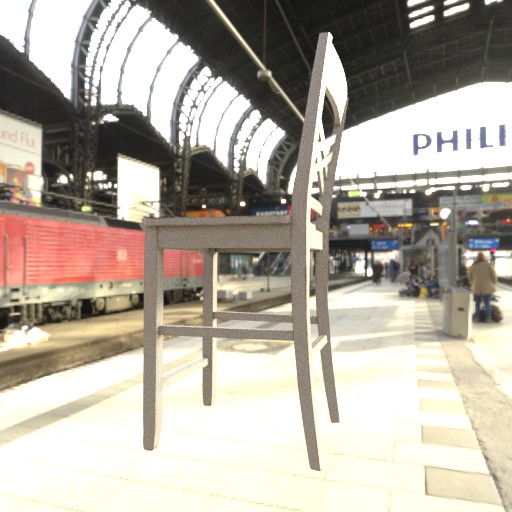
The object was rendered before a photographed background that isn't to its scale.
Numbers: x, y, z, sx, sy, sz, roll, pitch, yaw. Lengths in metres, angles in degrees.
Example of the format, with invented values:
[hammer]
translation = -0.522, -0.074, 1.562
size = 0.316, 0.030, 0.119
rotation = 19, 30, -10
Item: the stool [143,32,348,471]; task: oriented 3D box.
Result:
[stool]
translation = 0.000, 0.000, 1.354
size = 0.539, 1.079, 0.462
rotation = 0, -1, 17
